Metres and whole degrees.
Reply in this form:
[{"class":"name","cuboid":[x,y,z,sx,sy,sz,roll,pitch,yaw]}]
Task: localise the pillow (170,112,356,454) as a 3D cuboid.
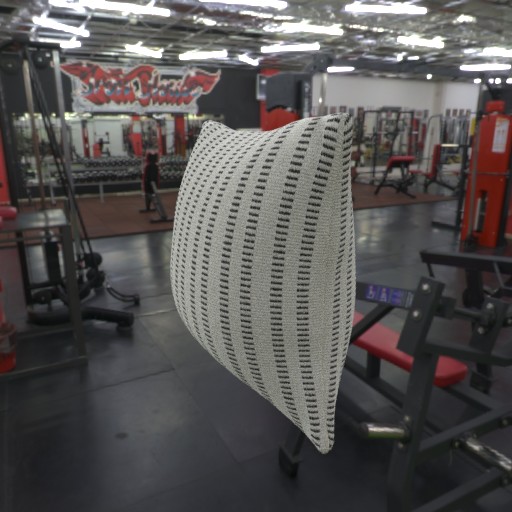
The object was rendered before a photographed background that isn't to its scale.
[{"class":"pillow","cuboid":[0.000,0.000,0.700,0.247,0.419,0.438,-7,17,-25]}]
